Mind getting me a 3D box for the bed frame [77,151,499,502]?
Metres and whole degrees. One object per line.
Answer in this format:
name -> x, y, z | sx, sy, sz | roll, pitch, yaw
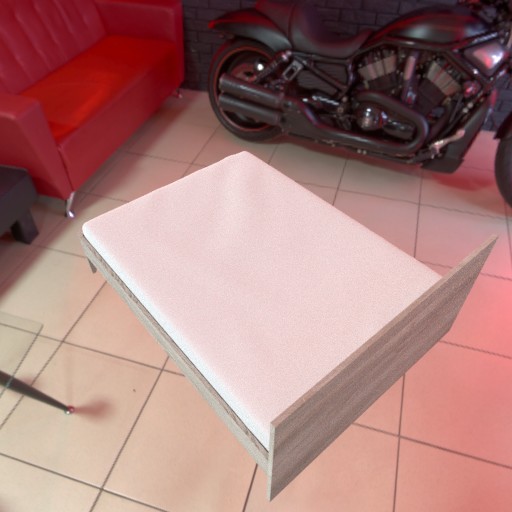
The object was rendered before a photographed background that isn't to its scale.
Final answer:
bed frame -> 0.000, 0.000, 2.653 | 1.490, 0.800, 1.950 | -31, 53, -27
